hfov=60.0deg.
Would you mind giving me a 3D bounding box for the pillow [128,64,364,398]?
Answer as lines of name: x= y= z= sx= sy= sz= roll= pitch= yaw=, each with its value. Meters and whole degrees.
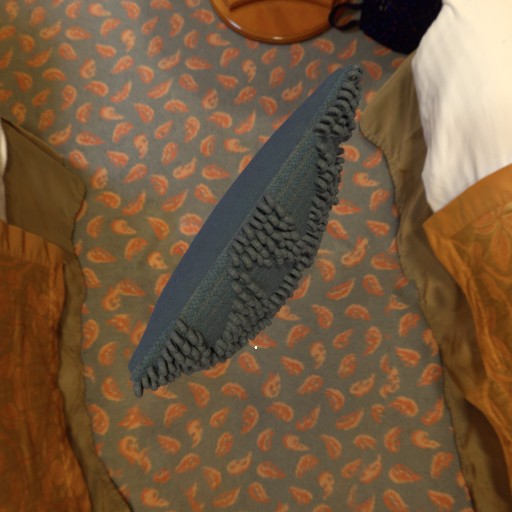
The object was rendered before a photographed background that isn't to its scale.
pillow: x=0.000 y=0.000 z=0.719 sx=0.172 sy=0.466 sz=0.469 roll=33 pitch=80 yaw=6
